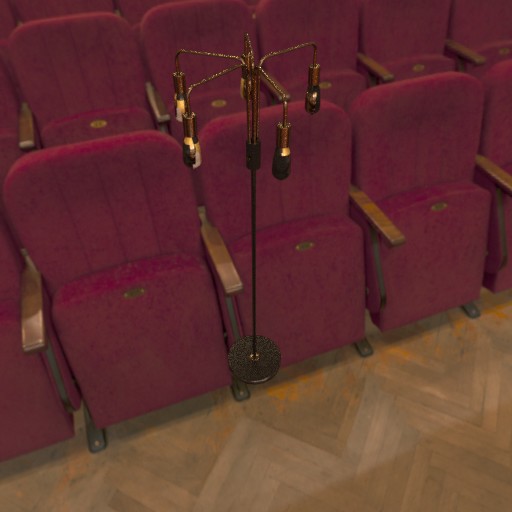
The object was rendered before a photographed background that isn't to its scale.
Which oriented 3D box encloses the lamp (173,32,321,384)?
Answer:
[{"bbox_3d":[0.000,0.000,1.981,0.572,1.721,0.599,-15,47,-14],"label":"lamp"}]
